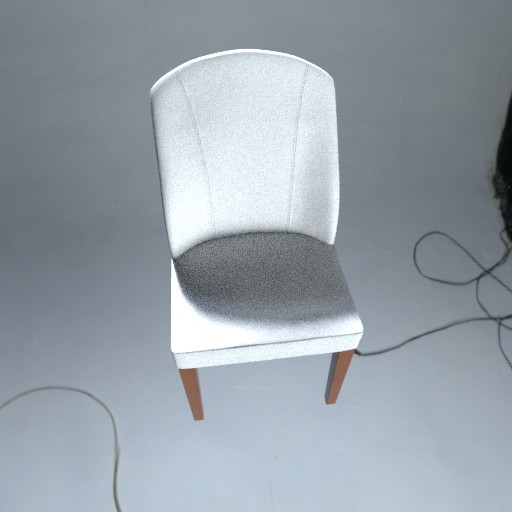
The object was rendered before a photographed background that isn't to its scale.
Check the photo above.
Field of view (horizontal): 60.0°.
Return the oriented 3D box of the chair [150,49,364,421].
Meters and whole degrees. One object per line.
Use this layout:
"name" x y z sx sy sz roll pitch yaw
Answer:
"chair" 0.000 0.000 1.211 0.472 0.893 0.540 -5 47 -5
